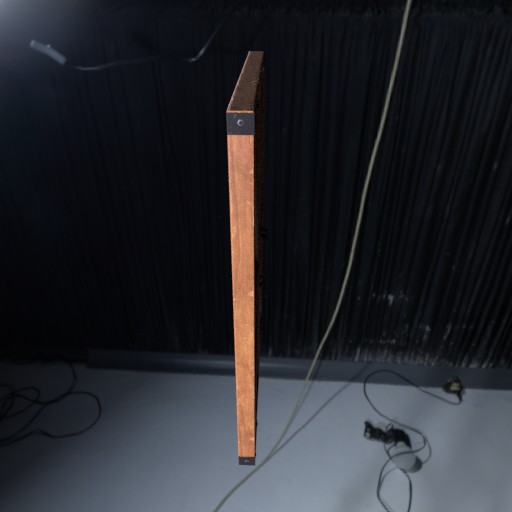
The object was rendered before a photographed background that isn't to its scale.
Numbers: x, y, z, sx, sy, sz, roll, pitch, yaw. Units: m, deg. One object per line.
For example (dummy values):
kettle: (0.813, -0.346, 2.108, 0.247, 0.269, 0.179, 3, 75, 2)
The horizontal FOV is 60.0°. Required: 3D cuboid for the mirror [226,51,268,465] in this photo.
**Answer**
mirror: (0.000, 0.000, 0.981, 0.053, 0.761, 0.517, 1, 33, 2)
